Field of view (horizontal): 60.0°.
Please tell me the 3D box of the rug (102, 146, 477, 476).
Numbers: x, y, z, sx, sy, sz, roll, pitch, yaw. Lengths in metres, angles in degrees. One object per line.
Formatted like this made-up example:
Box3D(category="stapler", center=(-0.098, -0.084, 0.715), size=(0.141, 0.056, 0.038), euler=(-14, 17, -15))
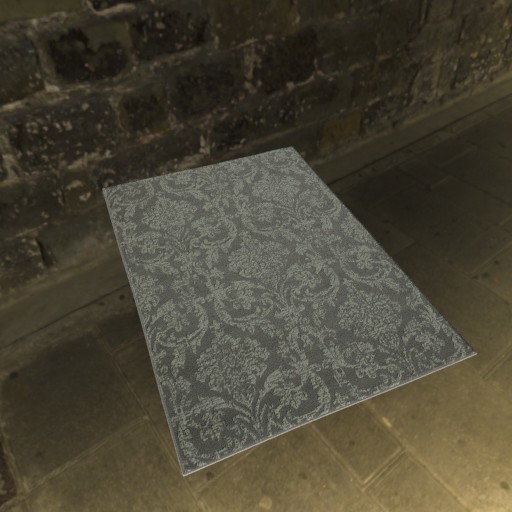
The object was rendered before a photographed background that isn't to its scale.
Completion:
Box3D(category="rug", center=(0.000, 0.000, 2.810), size=(1.578, 0.014, 2.206), euler=(-16, 47, -16))
